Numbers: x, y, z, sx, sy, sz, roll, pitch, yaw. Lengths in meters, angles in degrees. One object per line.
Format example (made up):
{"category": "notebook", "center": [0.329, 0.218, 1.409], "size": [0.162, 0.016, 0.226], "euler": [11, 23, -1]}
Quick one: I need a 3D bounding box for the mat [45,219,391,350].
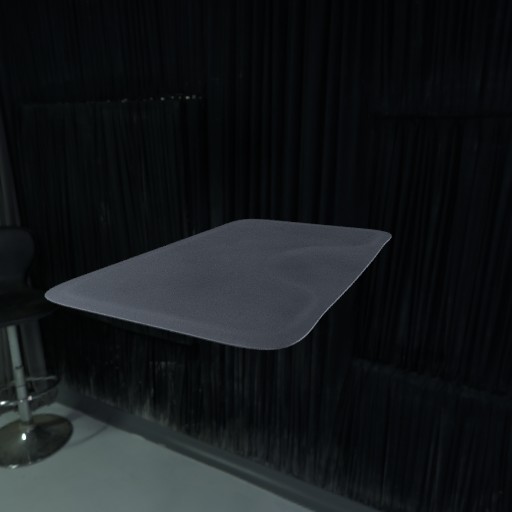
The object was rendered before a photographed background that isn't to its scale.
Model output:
{"category": "mat", "center": [0.000, 0.000, 1.897], "size": [0.918, 0.013, 1.524], "euler": [8, 17, 25]}
